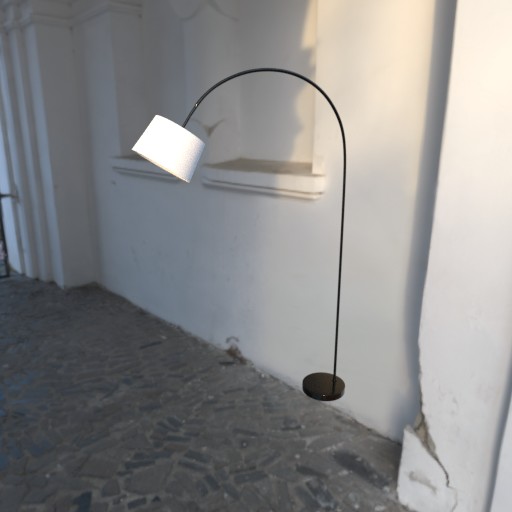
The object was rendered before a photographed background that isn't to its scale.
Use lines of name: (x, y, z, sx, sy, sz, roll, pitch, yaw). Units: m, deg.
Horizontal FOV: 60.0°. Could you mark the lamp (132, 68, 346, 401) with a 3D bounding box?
lamp: (0.000, 0.000, 2.662, 1.363, 2.104, 0.331, -7, 17, -24)
